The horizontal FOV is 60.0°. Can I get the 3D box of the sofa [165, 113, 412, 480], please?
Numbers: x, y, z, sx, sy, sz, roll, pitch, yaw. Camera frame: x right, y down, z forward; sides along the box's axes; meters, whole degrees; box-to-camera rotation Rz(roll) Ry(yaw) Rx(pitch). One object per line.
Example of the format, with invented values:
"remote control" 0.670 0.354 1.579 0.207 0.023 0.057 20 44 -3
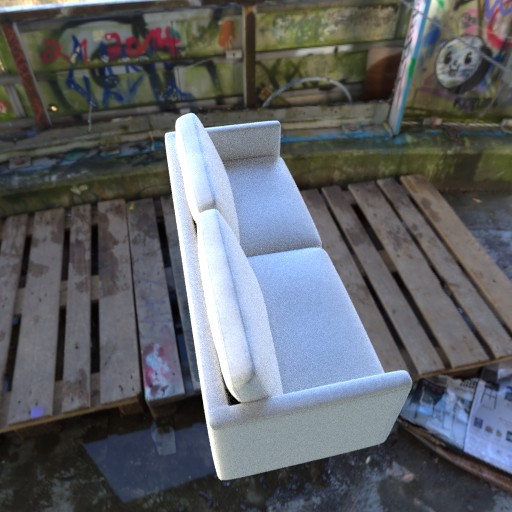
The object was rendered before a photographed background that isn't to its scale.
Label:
"sofa" 0.000 0.000 2.901 0.948 0.965 2.434 -9 46 -9
